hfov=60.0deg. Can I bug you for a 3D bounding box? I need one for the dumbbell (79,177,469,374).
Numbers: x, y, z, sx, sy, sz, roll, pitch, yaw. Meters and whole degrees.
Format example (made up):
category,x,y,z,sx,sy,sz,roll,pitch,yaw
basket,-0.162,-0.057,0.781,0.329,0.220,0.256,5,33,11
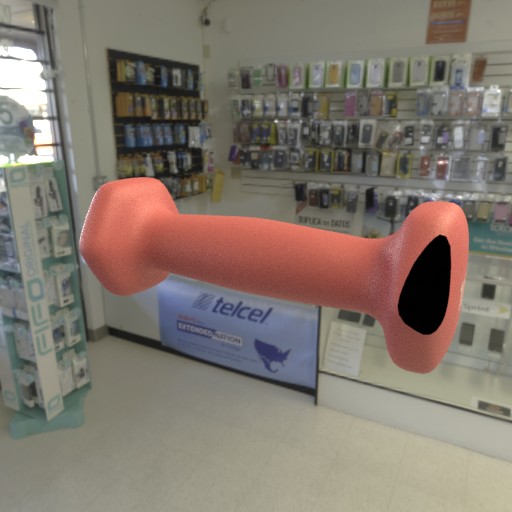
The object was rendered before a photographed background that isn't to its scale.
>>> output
category,x,y,z,sx,sy,sz,roll,pitch,yaw
dumbbell,0.000,0.000,0.143,0.123,0.043,0.047,10,19,28
